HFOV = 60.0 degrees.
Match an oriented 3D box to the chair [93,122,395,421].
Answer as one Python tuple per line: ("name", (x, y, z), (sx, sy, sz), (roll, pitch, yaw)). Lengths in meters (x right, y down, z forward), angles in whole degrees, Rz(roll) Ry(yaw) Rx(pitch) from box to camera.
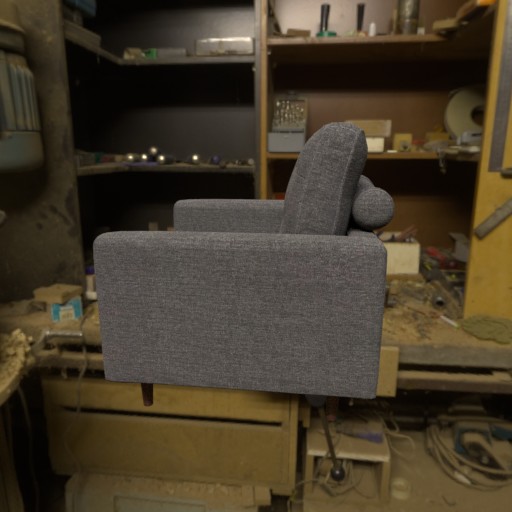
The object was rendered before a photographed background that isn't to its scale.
("chair", (0.000, 0.000, 1.561), (0.843, 0.880, 0.821), (2, 15, 7))
